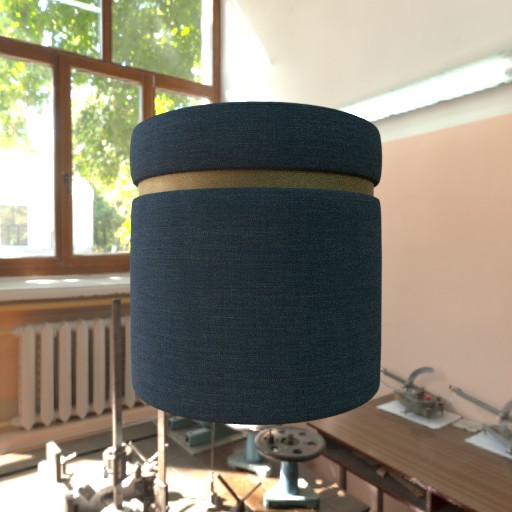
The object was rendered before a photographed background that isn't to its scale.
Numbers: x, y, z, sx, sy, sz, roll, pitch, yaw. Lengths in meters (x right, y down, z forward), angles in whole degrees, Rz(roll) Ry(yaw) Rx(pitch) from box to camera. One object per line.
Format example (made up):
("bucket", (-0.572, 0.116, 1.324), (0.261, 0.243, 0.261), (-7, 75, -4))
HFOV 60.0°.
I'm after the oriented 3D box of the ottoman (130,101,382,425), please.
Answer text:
("ottoman", (0.000, 0.000, 0.728), (0.398, 0.406, 0.398), (0, 2, 0))
